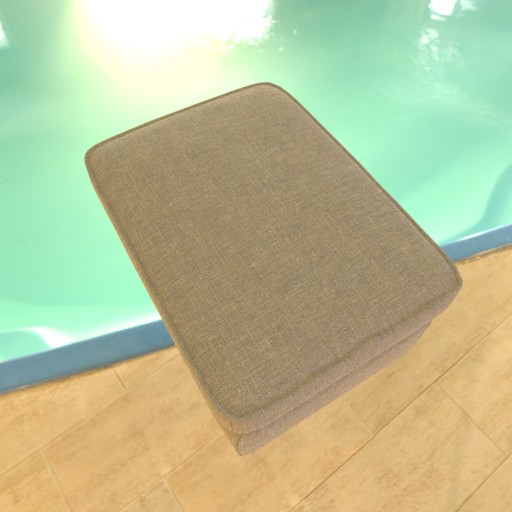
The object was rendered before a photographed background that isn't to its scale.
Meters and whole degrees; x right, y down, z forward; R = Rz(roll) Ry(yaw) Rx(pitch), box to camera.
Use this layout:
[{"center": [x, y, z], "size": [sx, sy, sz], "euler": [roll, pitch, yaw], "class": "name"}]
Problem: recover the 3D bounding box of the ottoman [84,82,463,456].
[{"center": [0.000, 0.000, 1.118], "size": [0.559, 0.457, 0.762], "euler": [-27, 62, -16], "class": "ottoman"}]
